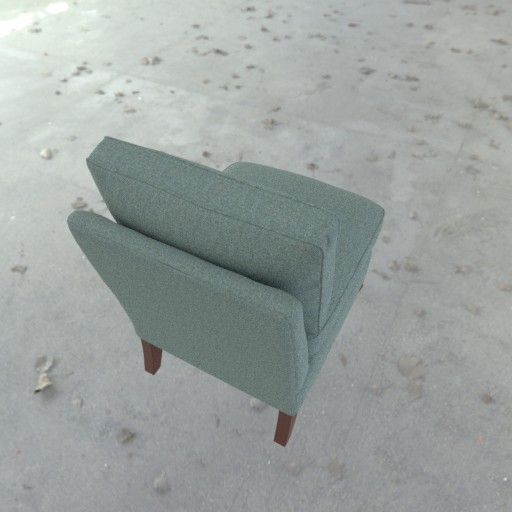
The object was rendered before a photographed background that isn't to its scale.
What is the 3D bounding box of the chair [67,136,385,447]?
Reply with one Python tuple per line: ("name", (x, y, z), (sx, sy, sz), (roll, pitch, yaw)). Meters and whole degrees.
("chair", (0.000, 0.000, 1.401), (0.624, 0.901, 0.796), (22, 49, 20))
